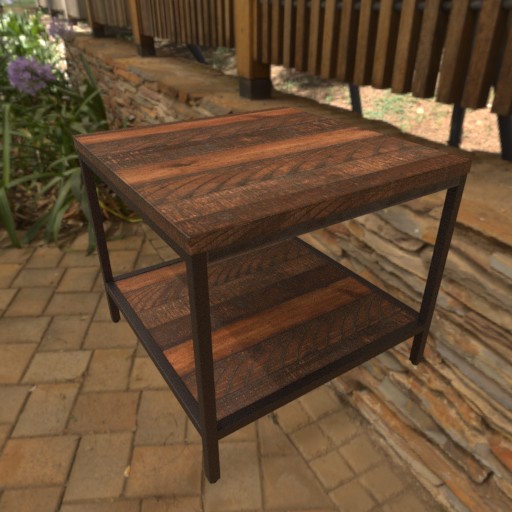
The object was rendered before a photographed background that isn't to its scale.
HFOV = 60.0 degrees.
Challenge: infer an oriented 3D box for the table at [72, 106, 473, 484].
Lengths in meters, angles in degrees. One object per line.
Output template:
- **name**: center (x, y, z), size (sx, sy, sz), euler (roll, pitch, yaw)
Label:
- **table**: center (0.000, 0.000, 0.966), size (0.548, 0.482, 0.553), euler (-18, 34, -28)
